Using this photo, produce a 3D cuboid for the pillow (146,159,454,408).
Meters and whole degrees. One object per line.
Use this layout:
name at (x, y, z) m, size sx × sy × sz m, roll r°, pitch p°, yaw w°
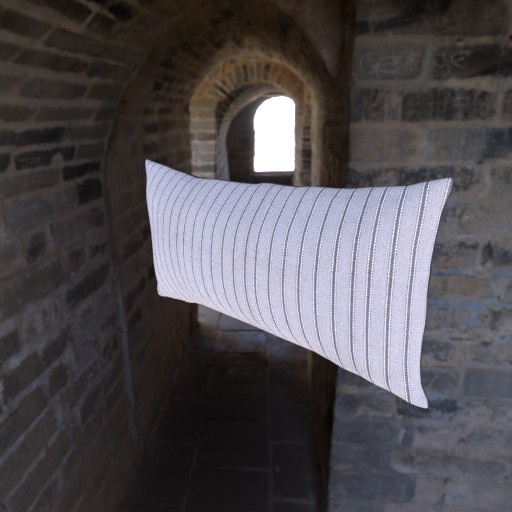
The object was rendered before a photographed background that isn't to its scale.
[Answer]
pillow at (0.000, 0.000, 0.733) m, size 0.609 × 0.305 × 0.151 m, roll 15°, pitch 22°, yaw 42°
